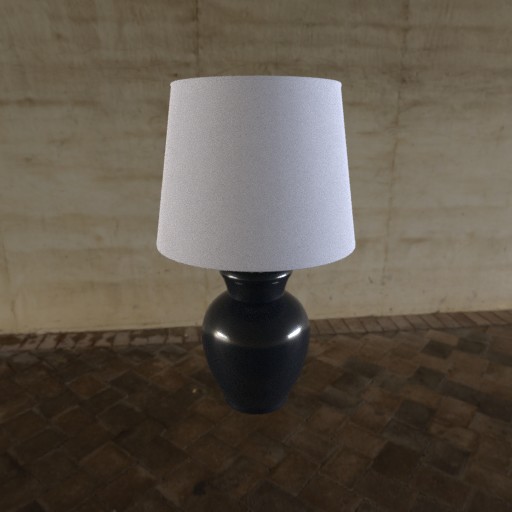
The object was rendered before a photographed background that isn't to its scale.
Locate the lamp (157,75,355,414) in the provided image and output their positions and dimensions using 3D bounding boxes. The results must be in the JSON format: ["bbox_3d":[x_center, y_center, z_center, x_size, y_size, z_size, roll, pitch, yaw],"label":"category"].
[{"bbox_3d":[0.000,0.000,0.552,0.239,0.399,0.239,0,16,0],"label":"lamp"}]
